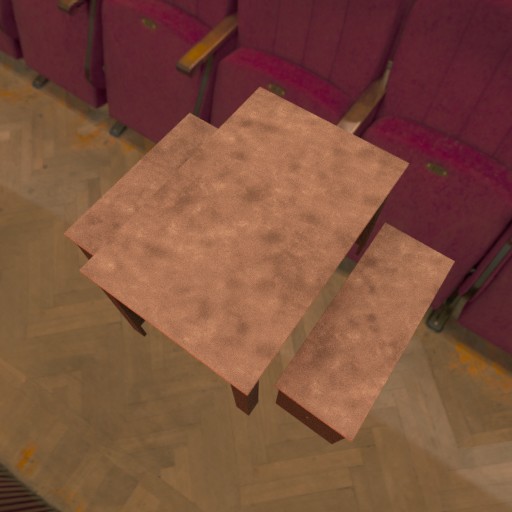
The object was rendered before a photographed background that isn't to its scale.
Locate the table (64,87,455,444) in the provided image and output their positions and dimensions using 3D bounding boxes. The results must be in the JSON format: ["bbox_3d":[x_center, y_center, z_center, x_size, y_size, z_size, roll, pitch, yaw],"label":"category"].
[{"bbox_3d":[0.000,0.000,1.974,1.443,0.700,1.100,33,68,15],"label":"table"}]
